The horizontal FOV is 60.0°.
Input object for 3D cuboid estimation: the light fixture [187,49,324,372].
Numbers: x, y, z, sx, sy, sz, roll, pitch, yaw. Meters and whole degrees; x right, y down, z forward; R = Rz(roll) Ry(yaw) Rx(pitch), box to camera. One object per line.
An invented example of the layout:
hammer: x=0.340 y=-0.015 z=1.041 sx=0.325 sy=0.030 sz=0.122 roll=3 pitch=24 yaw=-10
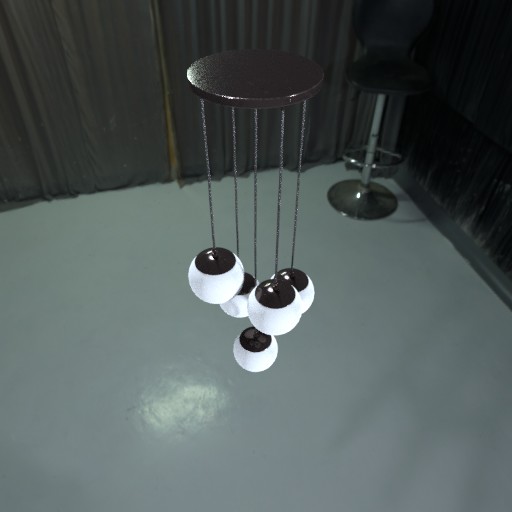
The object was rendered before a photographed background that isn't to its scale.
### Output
light fixture: x=0.000 y=0.000 z=1.551 sx=0.489 sy=1.271 sz=0.484 roll=-11 pitch=44 yaw=-12
